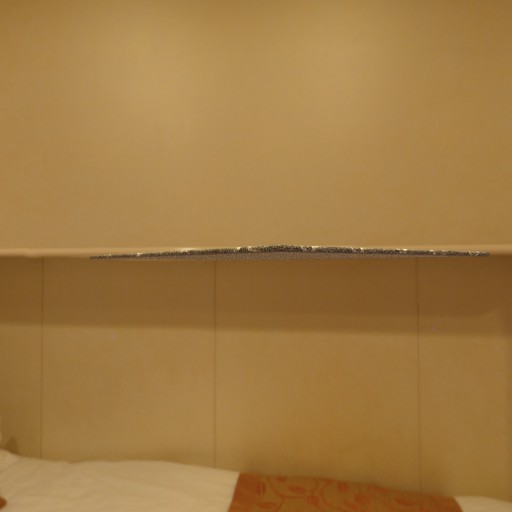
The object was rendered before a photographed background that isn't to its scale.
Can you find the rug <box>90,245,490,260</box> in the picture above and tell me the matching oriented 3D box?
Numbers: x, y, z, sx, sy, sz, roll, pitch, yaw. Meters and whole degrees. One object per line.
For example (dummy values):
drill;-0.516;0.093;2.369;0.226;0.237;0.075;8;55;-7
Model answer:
rug;0.000;0.000;3.458;1.778;0.030;2.743;1;-1;-36
